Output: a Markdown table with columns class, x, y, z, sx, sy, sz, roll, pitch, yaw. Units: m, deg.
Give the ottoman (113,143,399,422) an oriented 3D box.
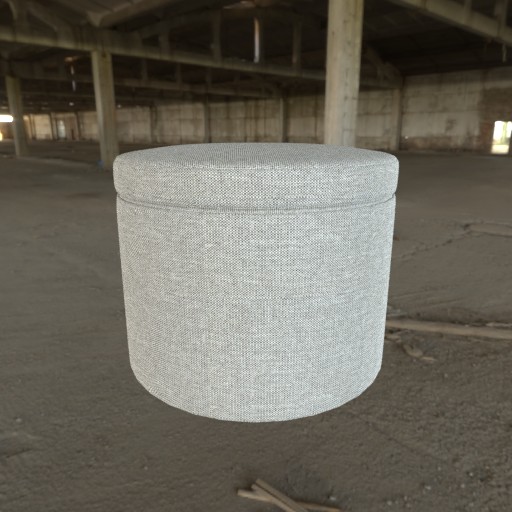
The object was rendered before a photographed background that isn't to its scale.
| class | x | y | z | sx | sy | sz | roll | pitch | yaw |
| --- | --- | --- | --- | --- | --- | --- | --- | --- | --- |
| ottoman | 0.000 | 0.000 | 0.857 | 0.500 | 0.419 | 0.500 | 0 | 16 | 0 |
